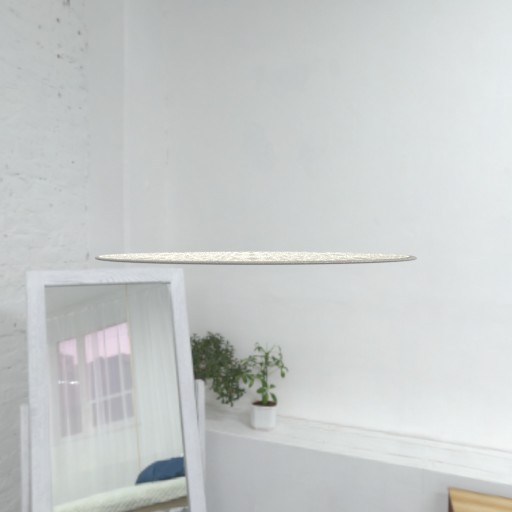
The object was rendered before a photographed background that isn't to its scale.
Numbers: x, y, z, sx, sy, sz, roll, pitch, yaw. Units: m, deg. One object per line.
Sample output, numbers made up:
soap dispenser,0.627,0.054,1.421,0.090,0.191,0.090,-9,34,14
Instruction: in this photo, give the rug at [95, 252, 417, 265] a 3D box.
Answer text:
rug,0.000,0.000,2.332,1.593,0.012,1.593,0,2,0
